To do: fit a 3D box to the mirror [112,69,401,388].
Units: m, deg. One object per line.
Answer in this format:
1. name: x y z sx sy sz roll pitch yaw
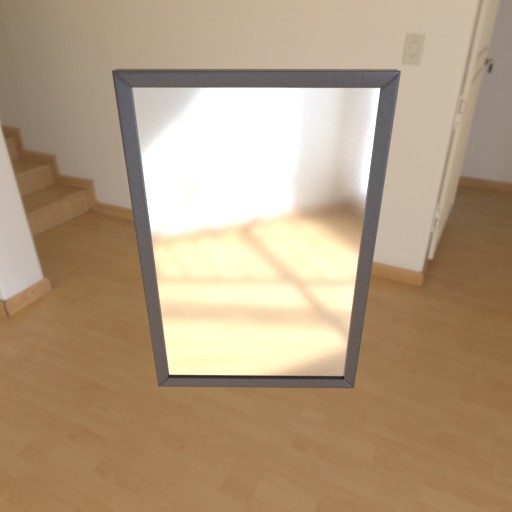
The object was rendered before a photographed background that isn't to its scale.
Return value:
1. mirror: 0.000 0.000 1.174 0.609 0.915 0.040 0 29 1
